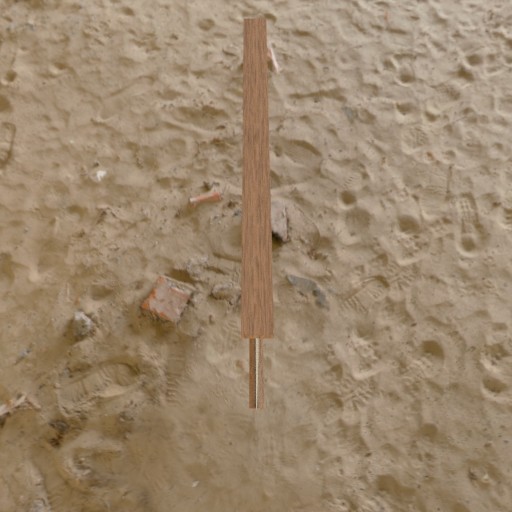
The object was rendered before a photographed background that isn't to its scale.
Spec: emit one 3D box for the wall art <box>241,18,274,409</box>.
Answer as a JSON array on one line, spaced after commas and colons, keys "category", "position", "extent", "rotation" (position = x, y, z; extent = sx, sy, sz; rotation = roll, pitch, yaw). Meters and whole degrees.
[{"category": "wall art", "position": [0.000, 0.000, 0.700], "extent": [0.028, 0.527, 0.403], "rotation": [0, 65, 0]}]
